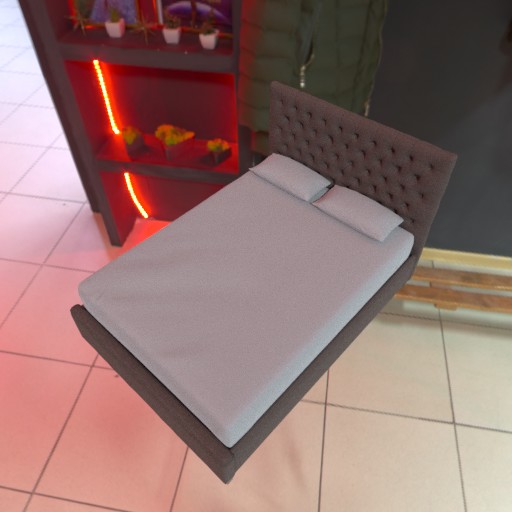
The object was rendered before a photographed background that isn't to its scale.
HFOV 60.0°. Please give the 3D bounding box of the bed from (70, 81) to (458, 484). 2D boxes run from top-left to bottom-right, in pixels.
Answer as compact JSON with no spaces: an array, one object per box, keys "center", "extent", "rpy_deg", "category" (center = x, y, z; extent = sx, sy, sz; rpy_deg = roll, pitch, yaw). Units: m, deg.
[{"center":[0.000,0.000,3.368],"extent":[1.698,1.427,2.387],"rpy_deg":[34,55,28],"category":"bed"}]
